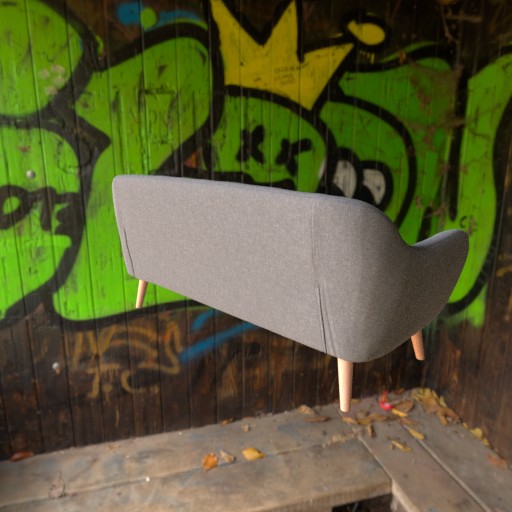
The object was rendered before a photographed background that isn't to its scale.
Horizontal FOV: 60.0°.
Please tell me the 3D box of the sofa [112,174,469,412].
[{"bbox_3d":[0.000,0.000,2.262,0.820,0.820,1.840,-14,20,-43],"label":"sofa"}]
